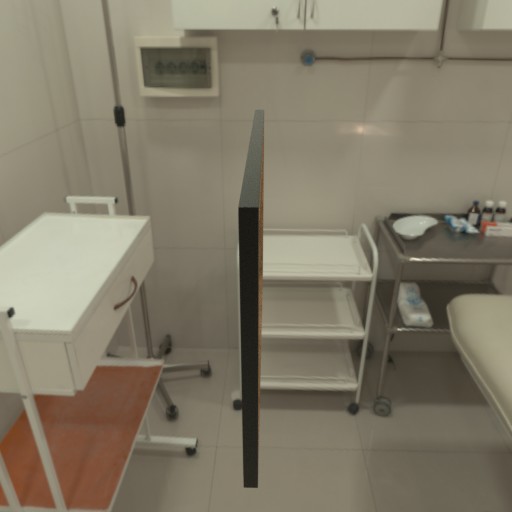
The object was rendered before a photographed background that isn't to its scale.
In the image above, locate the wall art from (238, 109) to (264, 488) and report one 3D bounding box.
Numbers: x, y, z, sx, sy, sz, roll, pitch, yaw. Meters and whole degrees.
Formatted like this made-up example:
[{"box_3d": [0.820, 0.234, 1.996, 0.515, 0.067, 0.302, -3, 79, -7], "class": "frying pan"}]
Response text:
[{"box_3d": [0.000, 0.000, 0.857, 0.022, 0.446, 0.659, 1, 27, 1], "class": "wall art"}]
